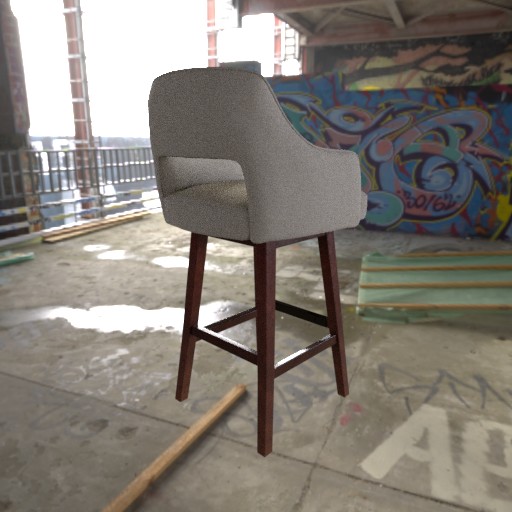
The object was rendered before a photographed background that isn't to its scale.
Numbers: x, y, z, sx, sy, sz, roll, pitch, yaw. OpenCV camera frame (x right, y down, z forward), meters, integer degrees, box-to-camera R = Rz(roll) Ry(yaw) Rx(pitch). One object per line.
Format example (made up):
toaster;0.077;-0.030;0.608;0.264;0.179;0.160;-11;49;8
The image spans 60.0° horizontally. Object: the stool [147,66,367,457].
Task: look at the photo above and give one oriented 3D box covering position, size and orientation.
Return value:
stool;0.000;0.000;1.394;0.550;1.041;0.560;14;20;42
